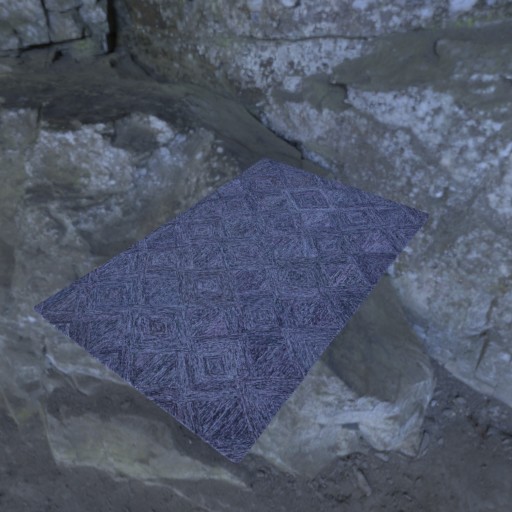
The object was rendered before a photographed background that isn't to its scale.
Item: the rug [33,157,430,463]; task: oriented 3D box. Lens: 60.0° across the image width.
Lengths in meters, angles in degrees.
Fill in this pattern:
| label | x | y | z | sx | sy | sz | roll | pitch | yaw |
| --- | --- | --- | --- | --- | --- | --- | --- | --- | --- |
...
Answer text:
| label | x | y | z | sx | sy | sz | roll | pitch | yaw |
| --- | --- | --- | --- | --- | --- | --- | --- | --- | --- |
| rug | 0.000 | 0.000 | 2.218 | 1.158 | 0.013 | 1.752 | 25 | 46 | 27 |
